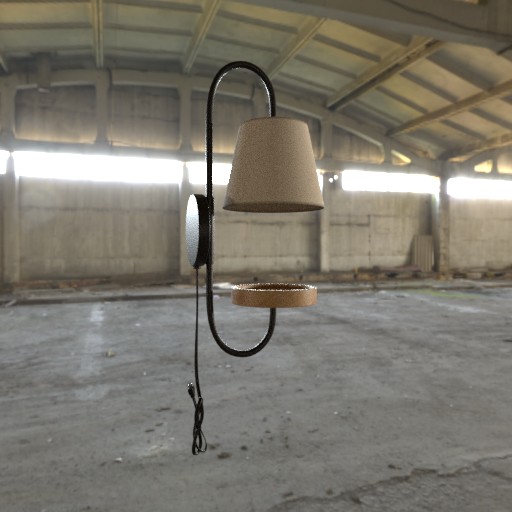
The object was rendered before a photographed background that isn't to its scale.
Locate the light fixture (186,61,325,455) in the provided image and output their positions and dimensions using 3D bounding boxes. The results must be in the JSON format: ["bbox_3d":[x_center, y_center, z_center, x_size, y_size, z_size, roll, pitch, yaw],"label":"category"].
[{"bbox_3d":[0.000,0.000,0.949,0.299,0.821,0.220,0,1,-19],"label":"light fixture"}]
